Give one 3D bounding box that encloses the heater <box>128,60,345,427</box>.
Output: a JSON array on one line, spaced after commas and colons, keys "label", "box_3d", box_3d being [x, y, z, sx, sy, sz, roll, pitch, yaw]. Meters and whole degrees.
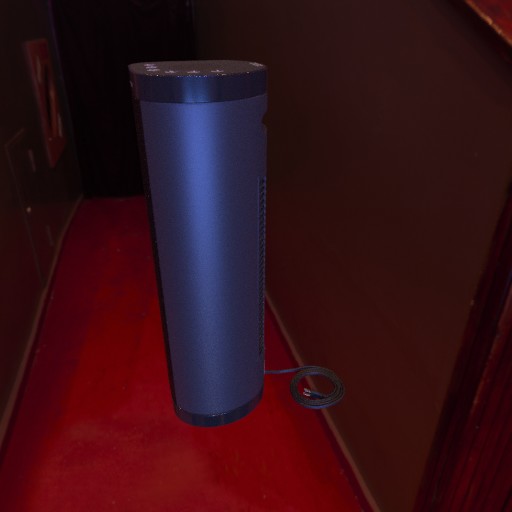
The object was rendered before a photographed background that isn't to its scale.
[{"label": "heater", "box_3d": [0.000, 0.000, 0.694, 0.312, 0.552, 0.174, -8, 30, -14]}]
